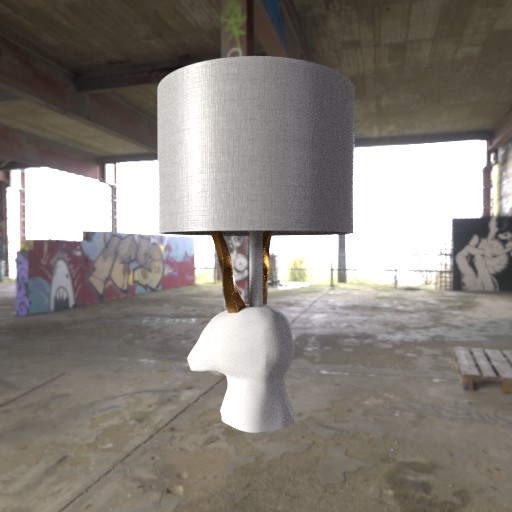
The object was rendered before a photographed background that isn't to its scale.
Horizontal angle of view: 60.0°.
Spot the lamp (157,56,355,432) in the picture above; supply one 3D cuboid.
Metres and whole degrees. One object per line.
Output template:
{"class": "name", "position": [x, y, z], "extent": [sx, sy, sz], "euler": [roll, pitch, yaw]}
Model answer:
{"class": "lamp", "position": [0.000, 0.000, 0.692], "extent": [0.298, 0.503, 0.298], "euler": [1, 1, 36]}
